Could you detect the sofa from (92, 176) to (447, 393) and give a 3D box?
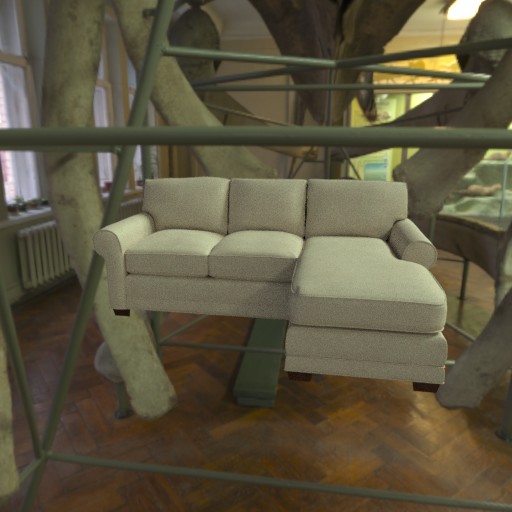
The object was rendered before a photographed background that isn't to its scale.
[{"bbox_3d":[0.000,0.000,2.323,1.770,0.734,1.226,3,15,9],"label":"sofa"}]
